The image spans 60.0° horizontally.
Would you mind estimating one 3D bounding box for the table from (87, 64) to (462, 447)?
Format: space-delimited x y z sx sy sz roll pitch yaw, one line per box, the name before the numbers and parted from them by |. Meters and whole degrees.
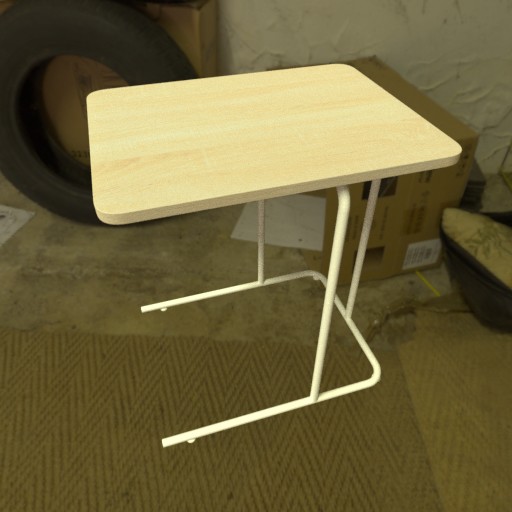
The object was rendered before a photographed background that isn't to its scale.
table | 0.000 0.000 0.845 0.480 0.550 0.370 -12 43 -13
